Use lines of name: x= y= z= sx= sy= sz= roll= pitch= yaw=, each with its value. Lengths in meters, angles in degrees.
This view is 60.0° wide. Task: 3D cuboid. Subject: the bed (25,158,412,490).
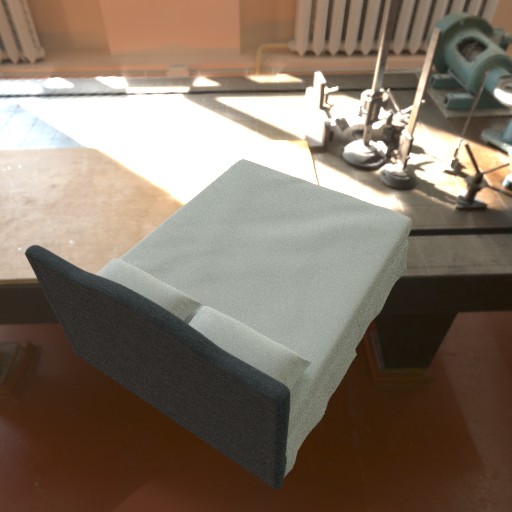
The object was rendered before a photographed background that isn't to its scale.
bed: x=0.000 y=0.000 z=3.863 sx=2.161 sy=1.457 sz=2.689 roll=24 pitch=50 yaw=22
